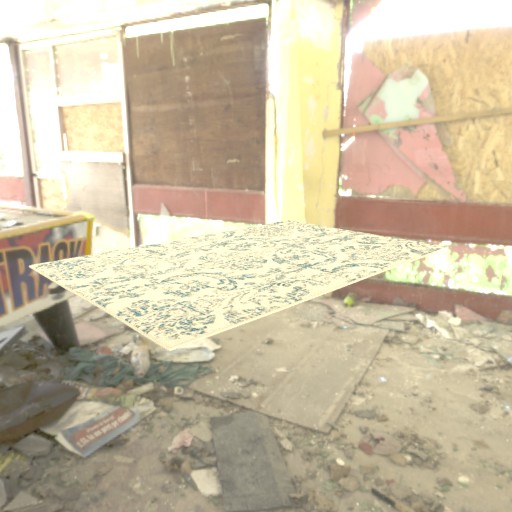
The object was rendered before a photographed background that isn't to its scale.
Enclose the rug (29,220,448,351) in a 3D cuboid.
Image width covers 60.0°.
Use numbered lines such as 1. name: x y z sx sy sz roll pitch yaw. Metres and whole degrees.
1. rug: 0.000 0.000 2.295 1.831 0.012 1.213 -13 20 -42
